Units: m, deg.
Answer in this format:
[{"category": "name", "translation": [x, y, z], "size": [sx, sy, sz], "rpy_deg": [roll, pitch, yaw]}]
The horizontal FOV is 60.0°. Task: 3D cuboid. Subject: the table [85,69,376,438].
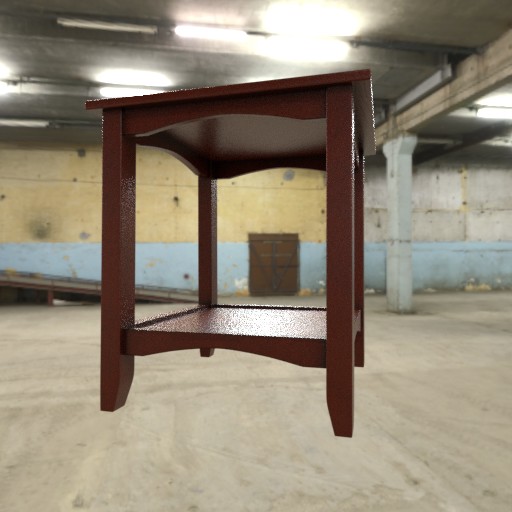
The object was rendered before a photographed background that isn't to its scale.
[{"category": "table", "translation": [0.000, 0.000, 0.971], "size": [0.522, 0.558, 0.523], "rpy_deg": [0, 0, 18]}]
